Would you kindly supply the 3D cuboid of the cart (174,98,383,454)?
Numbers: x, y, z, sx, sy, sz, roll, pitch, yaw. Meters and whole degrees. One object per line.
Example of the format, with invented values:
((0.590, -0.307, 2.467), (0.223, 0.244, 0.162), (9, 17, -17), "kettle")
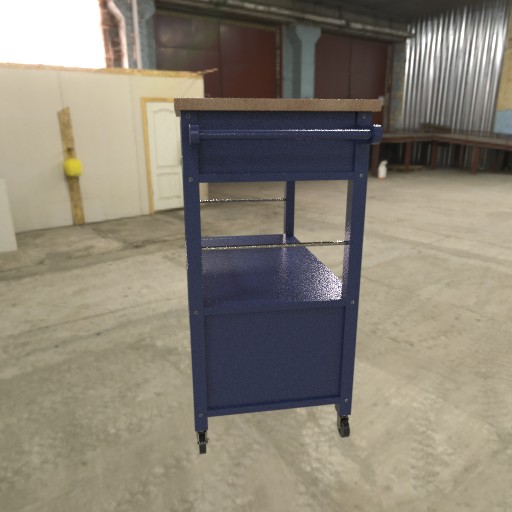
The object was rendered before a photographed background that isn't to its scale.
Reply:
((0.000, 0.000, 1.401), (0.459, 0.901, 0.840), (-3, 17, -9), "cart")
